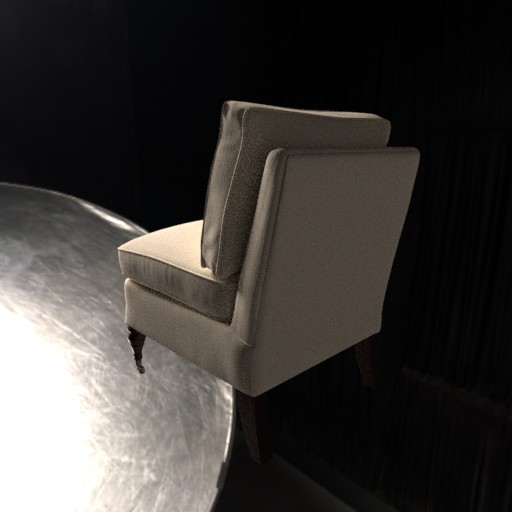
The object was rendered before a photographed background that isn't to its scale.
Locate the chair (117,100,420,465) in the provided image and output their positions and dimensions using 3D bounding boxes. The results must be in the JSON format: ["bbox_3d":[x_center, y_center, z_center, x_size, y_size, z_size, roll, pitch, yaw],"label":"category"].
[{"bbox_3d":[0.000,0.000,1.429,0.630,0.887,0.781,-13,19,-42],"label":"chair"}]
